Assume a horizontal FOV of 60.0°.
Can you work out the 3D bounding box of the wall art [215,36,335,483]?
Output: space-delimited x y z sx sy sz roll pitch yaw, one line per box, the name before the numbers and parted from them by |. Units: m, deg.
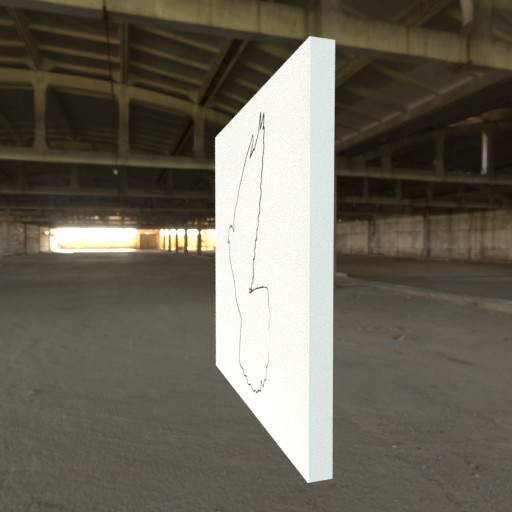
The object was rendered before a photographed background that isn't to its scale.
wall art | 0.000 0.000 0.901 0.038 0.610 0.610 -1 2 -17
